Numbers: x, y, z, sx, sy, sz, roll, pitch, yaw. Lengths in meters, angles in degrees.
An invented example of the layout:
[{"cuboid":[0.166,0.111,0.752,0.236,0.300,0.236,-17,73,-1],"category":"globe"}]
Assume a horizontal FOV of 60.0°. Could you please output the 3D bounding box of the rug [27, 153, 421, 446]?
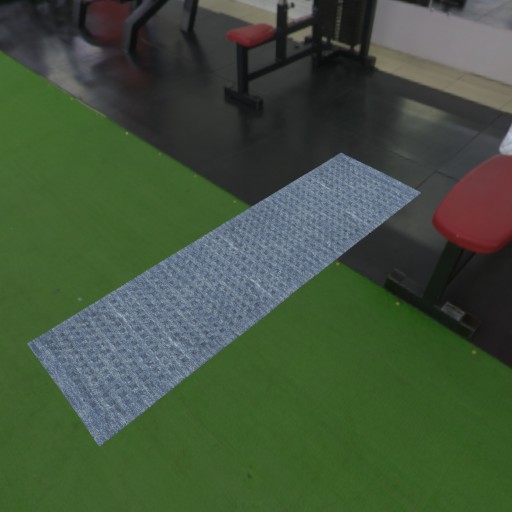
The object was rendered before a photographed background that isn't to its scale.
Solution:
[{"cuboid":[0.000,0.000,2.585,2.443,0.008,0.688,-34,55,-29],"category":"rug"}]
